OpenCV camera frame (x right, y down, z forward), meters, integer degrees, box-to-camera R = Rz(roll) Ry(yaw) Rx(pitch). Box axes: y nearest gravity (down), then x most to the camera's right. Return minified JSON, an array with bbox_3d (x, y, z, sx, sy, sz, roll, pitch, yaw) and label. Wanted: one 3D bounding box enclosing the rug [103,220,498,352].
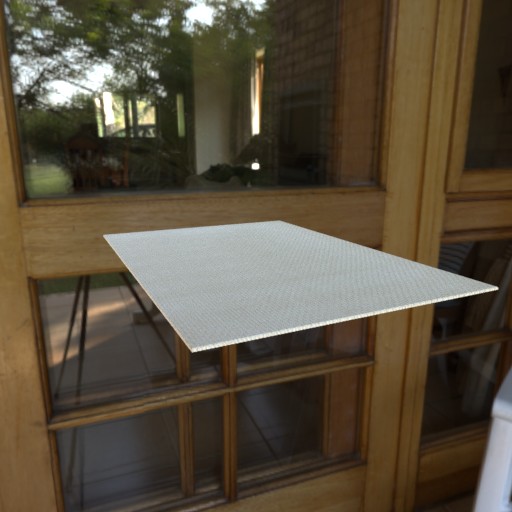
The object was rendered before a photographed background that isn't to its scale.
[{"bbox_3d":[0.000,0.000,2.716,1.509,0.013,2.144,-7,15,-25],"label":"rug"}]
